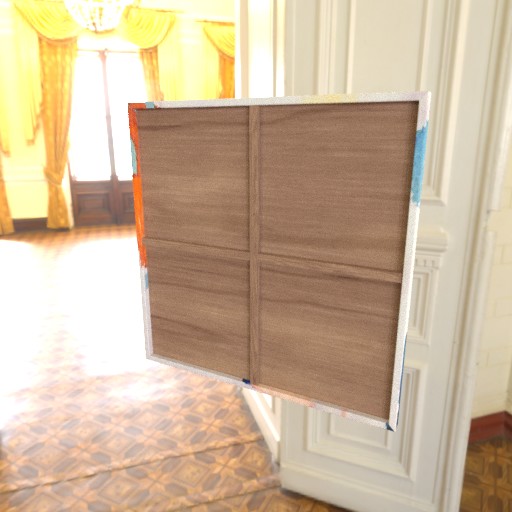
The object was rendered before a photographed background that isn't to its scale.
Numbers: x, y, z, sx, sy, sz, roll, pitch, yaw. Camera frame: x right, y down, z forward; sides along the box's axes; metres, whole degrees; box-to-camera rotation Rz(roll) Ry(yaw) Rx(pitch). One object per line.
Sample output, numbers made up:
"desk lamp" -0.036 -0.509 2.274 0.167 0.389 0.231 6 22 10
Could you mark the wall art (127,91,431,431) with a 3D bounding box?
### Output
"wall art" 0.000 0.000 1.209 0.814 0.814 0.037 8 18 26
